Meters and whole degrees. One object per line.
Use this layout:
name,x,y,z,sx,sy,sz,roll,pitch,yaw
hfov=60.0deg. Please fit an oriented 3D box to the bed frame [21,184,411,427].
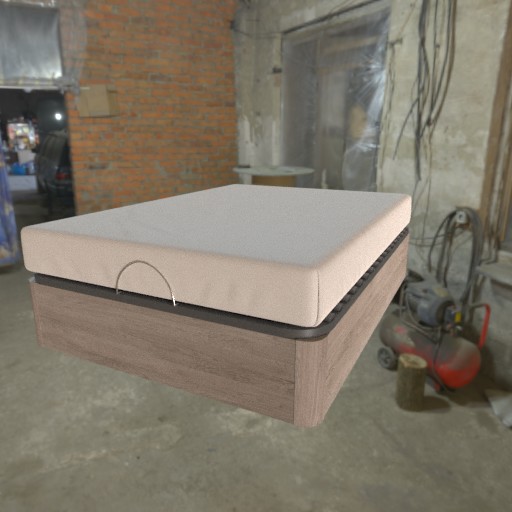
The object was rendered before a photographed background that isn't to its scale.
bed frame,0.000,0.000,2.501,1.400,0.561,1.900,8,17,26
